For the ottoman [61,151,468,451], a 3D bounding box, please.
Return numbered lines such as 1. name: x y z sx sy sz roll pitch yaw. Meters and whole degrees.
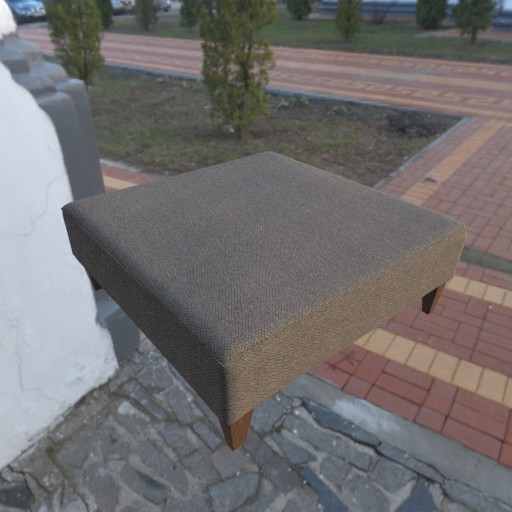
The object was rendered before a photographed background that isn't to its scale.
1. ottoman: 0.000 0.000 1.542 0.970 0.378 0.981 -23 38 -33
